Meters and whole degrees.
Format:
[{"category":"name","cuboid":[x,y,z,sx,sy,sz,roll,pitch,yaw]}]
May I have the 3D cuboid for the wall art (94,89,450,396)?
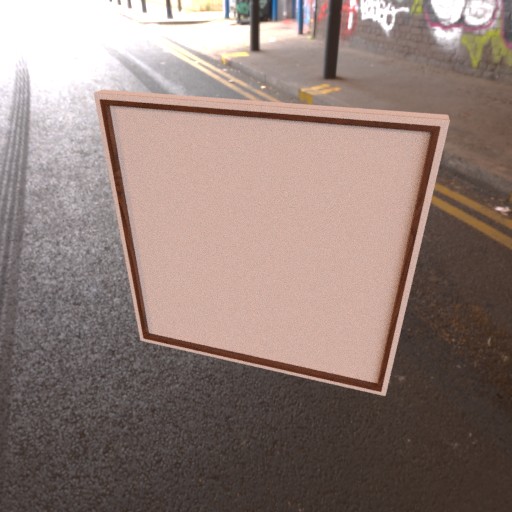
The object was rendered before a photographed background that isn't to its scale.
[{"category":"wall art","cuboid":[0.000,0.000,1.501,1.009,1.009,0.049,9,34,14]}]
